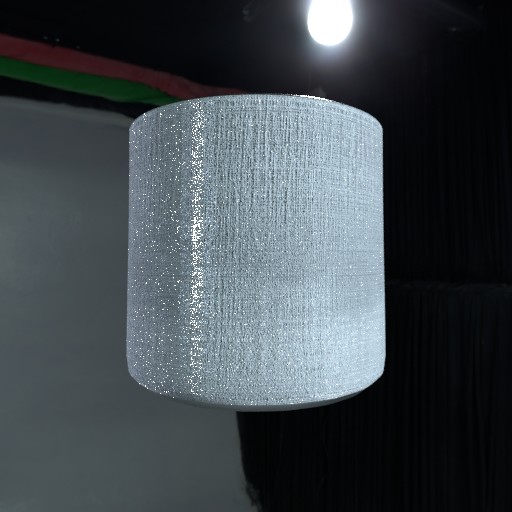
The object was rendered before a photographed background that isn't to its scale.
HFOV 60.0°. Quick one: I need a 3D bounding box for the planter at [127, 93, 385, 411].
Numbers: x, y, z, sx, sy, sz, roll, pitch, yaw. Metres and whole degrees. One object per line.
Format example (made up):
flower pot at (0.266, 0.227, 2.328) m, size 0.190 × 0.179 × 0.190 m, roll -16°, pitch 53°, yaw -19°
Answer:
planter at (0.000, 0.000, 0.286) m, size 0.160 × 0.156 × 0.160 m, roll 0°, pitch 0°, yaw 0°
